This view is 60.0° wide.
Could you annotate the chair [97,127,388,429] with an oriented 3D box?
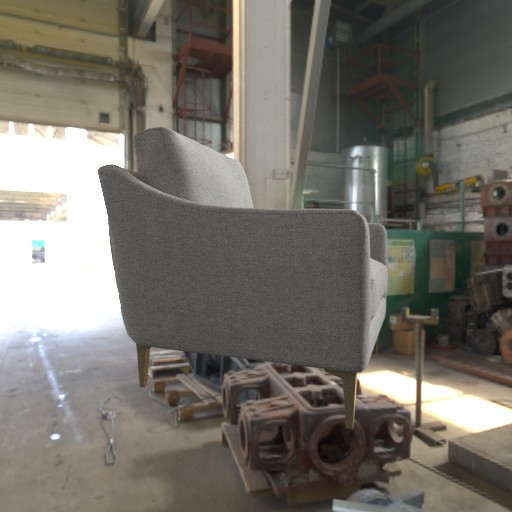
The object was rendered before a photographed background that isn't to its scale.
[{"bbox_3d":[0.000,0.000,1.734,0.961,0.902,0.986,1,2,19],"label":"chair"}]
